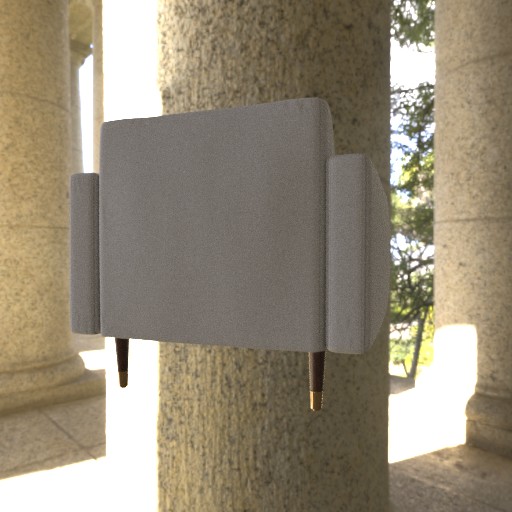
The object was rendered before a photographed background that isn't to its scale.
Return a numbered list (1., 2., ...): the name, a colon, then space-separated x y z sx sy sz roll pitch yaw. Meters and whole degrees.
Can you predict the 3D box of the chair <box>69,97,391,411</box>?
1. chair: 0.000 0.000 1.658 0.953 0.819 0.998 0 0 19
